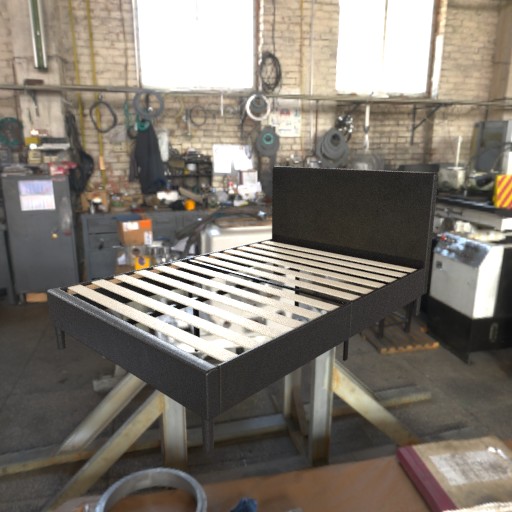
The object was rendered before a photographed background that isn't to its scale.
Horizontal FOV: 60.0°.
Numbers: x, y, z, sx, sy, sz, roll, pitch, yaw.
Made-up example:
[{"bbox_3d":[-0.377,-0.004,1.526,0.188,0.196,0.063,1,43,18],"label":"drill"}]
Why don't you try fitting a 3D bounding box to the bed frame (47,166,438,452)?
[{"bbox_3d":[0.000,0.000,2.925,1.469,1.046,2.152,13,19,41],"label":"bed frame"}]
